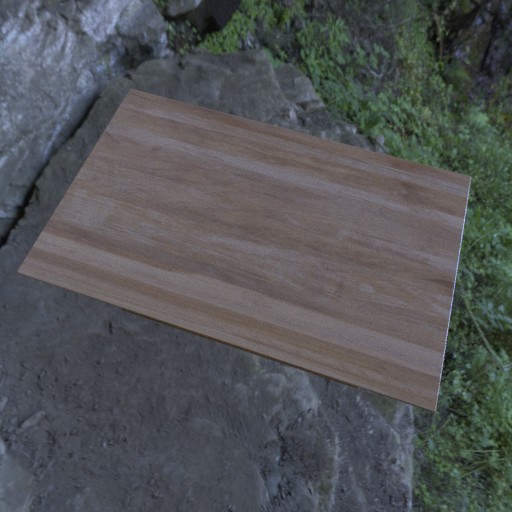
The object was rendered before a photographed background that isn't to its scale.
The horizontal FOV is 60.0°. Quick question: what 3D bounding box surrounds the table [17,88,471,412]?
[{"bbox_3d":[0.000,0.000,1.432,1.100,0.441,0.692,17,66,8],"label":"table"}]
